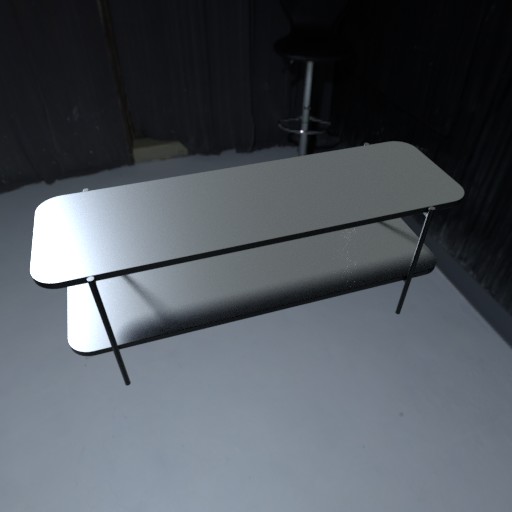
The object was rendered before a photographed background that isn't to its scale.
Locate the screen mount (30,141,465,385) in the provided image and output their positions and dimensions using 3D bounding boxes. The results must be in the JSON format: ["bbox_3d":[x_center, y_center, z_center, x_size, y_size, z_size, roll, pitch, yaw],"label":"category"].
[{"bbox_3d":[0.000,0.000,1.419,1.200,0.447,0.400,-12,44,-13],"label":"screen mount"}]
